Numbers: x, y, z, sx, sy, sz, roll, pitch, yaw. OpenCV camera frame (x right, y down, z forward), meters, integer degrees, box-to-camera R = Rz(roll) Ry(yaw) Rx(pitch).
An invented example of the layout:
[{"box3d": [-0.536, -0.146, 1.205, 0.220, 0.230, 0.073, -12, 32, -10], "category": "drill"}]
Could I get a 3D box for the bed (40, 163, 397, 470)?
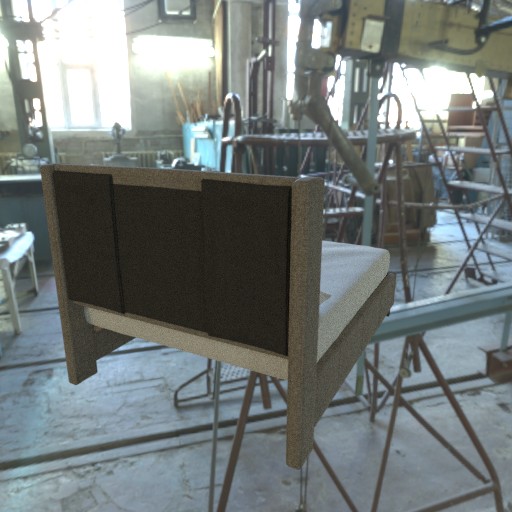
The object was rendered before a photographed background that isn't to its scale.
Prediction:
[{"box3d": [0.000, 0.000, 3.377, 1.714, 1.481, 2.245, 9, 18, 27], "category": "bed"}]
